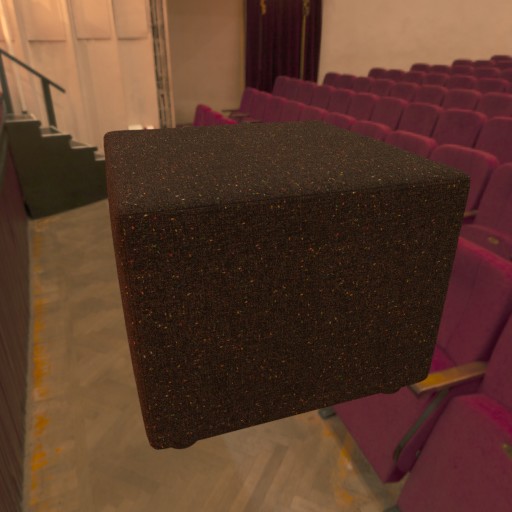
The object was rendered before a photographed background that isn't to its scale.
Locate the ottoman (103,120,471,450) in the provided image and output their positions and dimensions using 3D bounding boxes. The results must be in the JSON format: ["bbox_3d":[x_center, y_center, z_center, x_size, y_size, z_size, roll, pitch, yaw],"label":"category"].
[{"bbox_3d":[0.000,0.000,0.850,0.508,0.432,0.508,-8,27,-17],"label":"ottoman"}]
